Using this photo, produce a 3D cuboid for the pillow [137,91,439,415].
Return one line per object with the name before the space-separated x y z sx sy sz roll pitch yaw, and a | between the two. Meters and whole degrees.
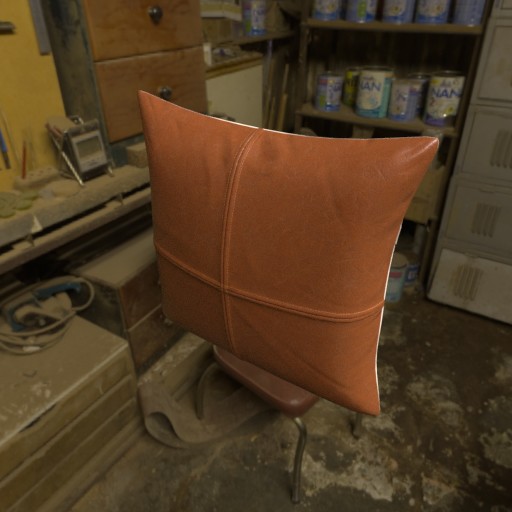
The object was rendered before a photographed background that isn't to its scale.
pillow | 0.000 0.000 0.746 0.501 0.477 0.192 19 36 29
